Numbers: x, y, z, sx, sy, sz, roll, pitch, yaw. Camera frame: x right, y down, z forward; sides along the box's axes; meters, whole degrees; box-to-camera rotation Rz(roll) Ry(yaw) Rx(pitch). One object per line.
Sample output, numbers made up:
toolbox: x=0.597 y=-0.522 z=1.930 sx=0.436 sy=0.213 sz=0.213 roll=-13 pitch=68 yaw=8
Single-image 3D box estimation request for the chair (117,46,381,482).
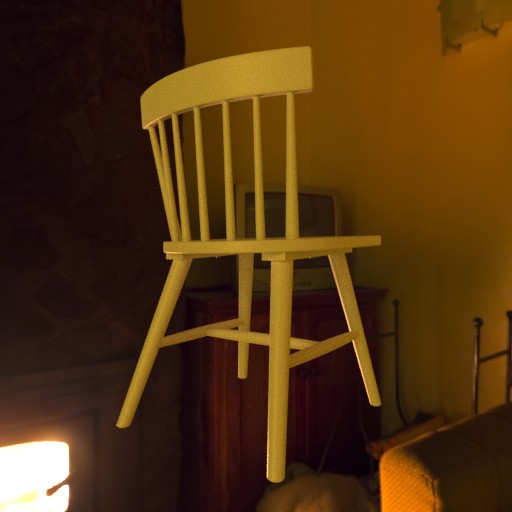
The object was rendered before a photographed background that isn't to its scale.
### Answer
chair: x=0.000 y=0.000 z=1.092 sx=0.483 sy=0.787 sz=0.500 roll=0 pitch=1 yaw=35
